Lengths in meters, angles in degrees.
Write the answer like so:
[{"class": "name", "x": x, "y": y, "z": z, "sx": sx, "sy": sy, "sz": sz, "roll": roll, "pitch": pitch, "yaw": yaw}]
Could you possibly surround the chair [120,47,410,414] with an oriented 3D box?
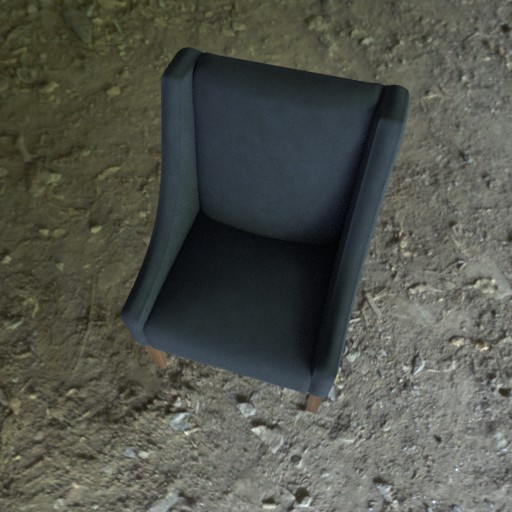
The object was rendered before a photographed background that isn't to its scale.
[{"class": "chair", "x": 0.000, "y": 0.000, "z": 1.342, "sx": 0.629, "sy": 0.895, "sz": 0.629, "roll": 14, "pitch": 59, "yaw": 9}]
